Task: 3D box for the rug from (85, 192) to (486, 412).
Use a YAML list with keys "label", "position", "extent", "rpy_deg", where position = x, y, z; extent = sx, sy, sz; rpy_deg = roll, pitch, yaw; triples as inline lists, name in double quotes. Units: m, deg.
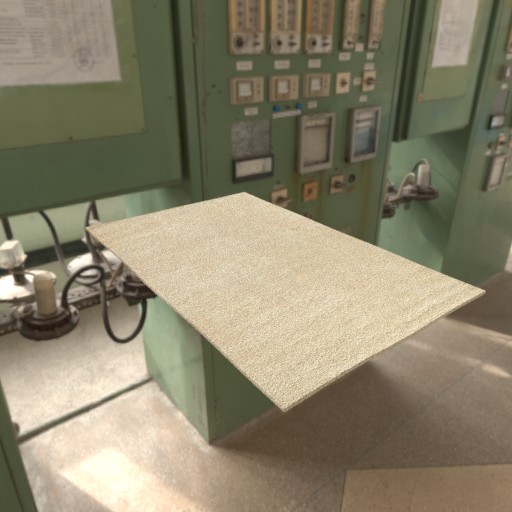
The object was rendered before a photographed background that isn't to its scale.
- label: "rug"
  position: [0.000, 0.000, 2.957]
  extent: [1.500, 0.025, 2.346]
  rpy_deg: [-18, 31, -33]
